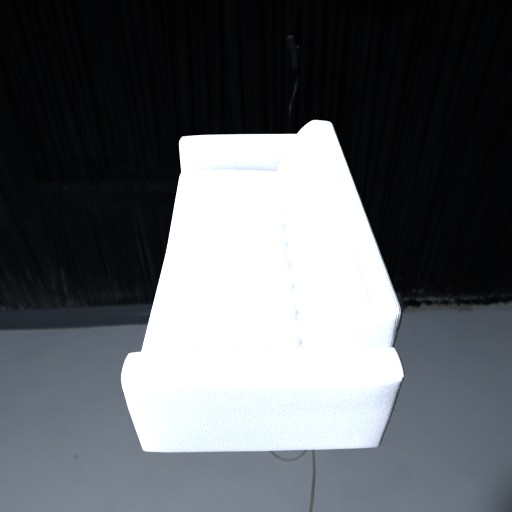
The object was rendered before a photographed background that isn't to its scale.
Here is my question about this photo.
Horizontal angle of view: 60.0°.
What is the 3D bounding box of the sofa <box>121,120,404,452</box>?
[{"bbox_3d":[0.000,0.000,2.322,0.969,0.814,1.895,-1,40,-1],"label":"sofa"}]
